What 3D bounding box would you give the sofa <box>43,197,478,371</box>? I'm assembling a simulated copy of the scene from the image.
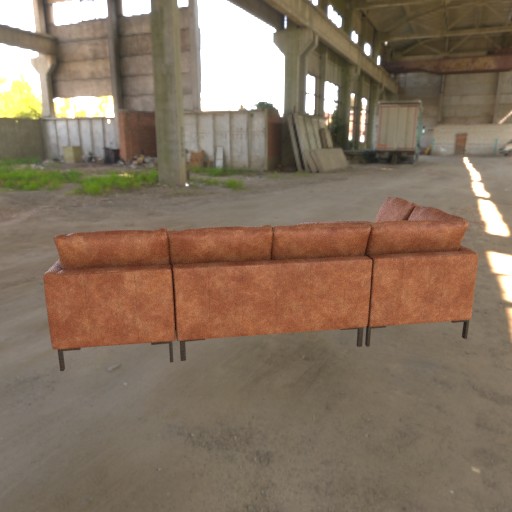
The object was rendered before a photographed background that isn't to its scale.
[{"bbox_3d":[0.000,0.000,3.860,2.956,0.900,1.939,-3,15,-9],"label":"sofa"}]
